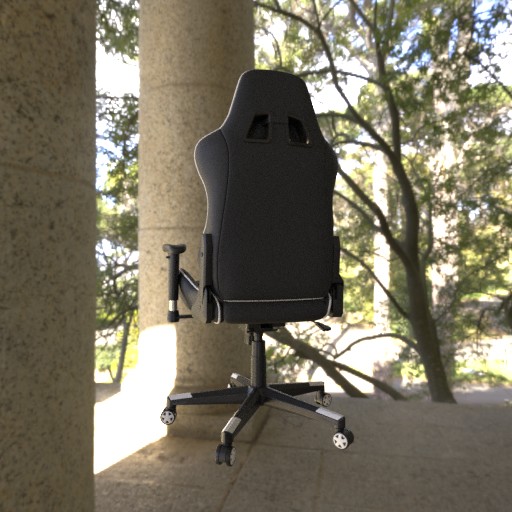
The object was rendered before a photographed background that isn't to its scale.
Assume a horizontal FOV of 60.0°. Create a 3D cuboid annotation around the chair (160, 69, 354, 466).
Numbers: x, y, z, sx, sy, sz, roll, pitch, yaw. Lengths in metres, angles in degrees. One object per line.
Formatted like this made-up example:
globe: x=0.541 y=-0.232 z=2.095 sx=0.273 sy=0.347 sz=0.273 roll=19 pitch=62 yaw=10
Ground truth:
chair: x=0.000 y=0.000 z=1.675 sx=0.700 sy=1.240 sz=0.700 roll=0 pitch=0 yaw=-18
